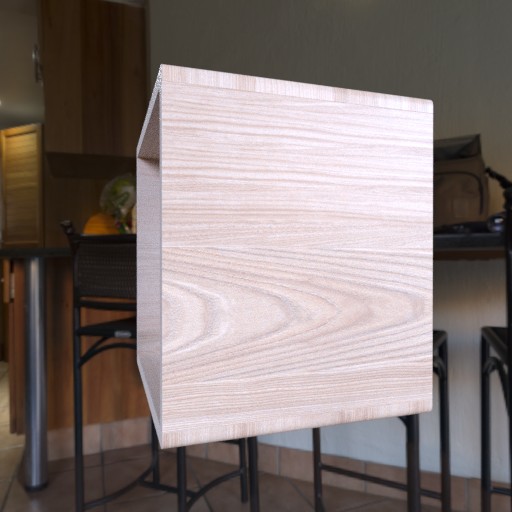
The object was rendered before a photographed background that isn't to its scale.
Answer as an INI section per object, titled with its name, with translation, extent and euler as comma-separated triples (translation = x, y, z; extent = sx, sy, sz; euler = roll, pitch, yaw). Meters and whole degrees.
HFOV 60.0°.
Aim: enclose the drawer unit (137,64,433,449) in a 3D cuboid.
[drawer unit]
translation = 0.000, 0.000, 0.599
extent = 0.290, 0.344, 0.344
euler = 0, 0, -19
